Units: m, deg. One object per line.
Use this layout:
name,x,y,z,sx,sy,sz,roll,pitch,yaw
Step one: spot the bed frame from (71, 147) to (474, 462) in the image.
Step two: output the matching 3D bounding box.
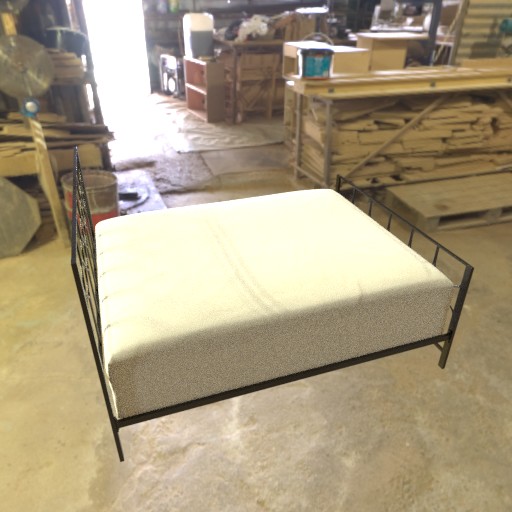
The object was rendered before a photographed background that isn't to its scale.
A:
bed frame,0.000,0.000,2.953,2.063,1.222,1.597,-10,32,-16
